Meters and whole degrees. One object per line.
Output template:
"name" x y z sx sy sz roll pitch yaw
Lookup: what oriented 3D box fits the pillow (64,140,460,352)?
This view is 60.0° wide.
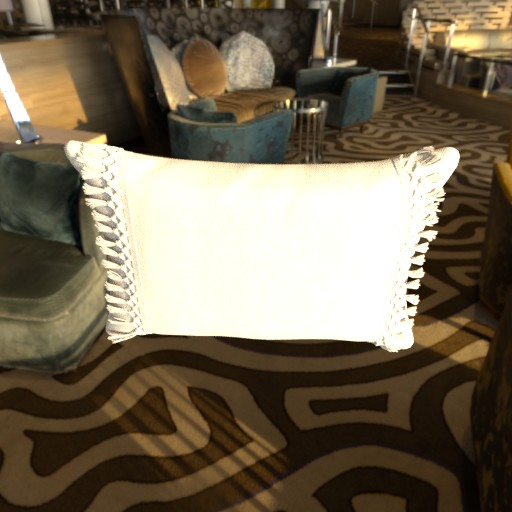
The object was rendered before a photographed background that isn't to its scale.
"pillow" 0.000 0.000 0.592 0.466 0.305 0.084 2 30 4
